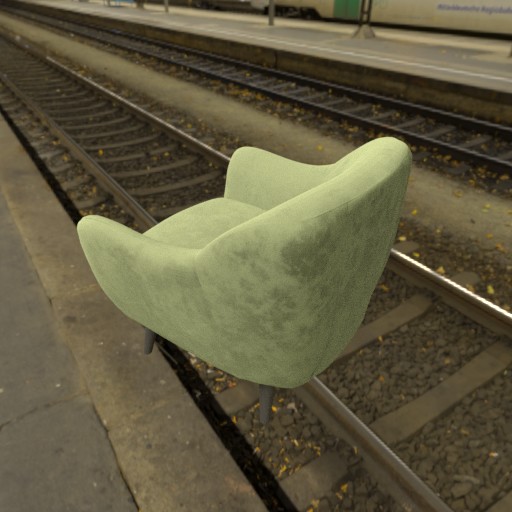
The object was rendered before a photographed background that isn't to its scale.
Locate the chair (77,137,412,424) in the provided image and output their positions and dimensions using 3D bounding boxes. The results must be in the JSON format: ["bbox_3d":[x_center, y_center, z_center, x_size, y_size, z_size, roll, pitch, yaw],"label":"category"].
[{"bbox_3d":[0.000,0.000,1.514,0.819,0.804,0.840,20,37,29],"label":"chair"}]
